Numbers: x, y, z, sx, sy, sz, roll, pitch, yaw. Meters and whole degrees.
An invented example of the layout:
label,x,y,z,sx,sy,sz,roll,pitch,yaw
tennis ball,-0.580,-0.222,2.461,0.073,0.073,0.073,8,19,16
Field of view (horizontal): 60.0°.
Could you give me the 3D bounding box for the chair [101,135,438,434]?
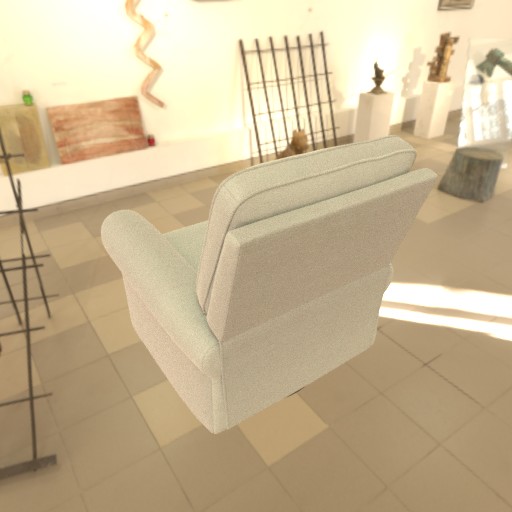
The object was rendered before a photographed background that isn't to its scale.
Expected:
label,x,y,z,sx,sy,sz,roll,pitch,yaw
chair,0.000,0.000,1.639,0.890,0.960,0.878,-20,37,-29
